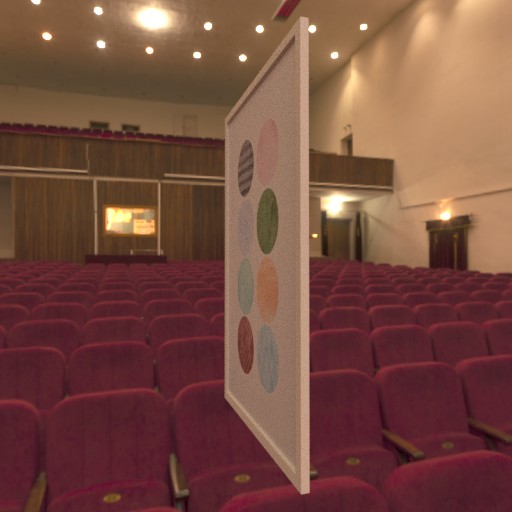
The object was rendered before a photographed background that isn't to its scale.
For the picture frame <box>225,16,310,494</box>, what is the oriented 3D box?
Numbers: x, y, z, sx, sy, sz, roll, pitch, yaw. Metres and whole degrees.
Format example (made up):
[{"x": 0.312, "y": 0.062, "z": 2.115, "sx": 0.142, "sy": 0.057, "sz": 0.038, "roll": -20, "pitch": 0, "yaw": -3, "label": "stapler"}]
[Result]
[{"x": 0.000, "y": 0.000, "z": 0.830, "sx": 0.013, "sy": 0.657, "sz": 0.457, "roll": 0, "pitch": -1, "yaw": -17, "label": "picture frame"}]
